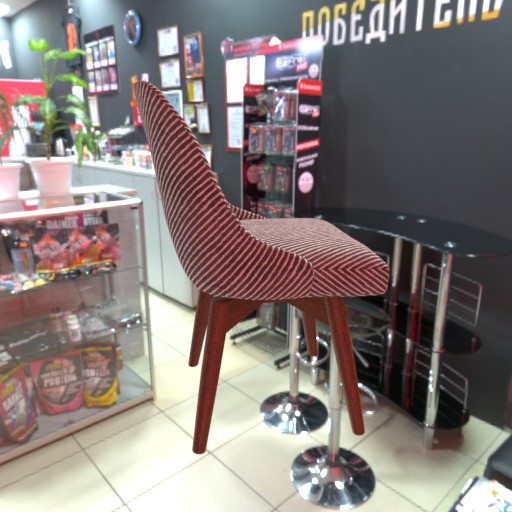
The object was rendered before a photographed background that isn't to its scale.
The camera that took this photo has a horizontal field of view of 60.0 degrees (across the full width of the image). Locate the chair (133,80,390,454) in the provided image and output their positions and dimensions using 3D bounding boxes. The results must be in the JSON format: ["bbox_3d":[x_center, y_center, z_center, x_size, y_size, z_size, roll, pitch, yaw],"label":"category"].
[{"bbox_3d":[0.000,0.000,1.224,0.591,0.883,0.504,-3,17,-9],"label":"chair"}]
